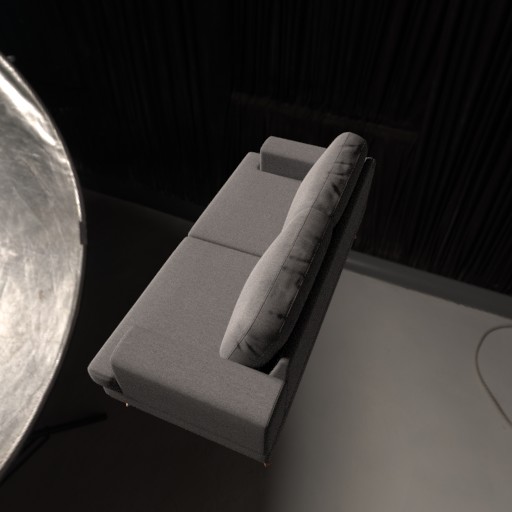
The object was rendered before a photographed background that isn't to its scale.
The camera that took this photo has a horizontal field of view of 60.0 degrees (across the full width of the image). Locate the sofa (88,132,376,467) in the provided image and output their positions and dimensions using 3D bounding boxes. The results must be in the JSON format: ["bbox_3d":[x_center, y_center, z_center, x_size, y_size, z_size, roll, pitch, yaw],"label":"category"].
[{"bbox_3d":[0.000,0.000,2.151,0.785,0.810,1.650,17,49,15],"label":"sofa"}]
